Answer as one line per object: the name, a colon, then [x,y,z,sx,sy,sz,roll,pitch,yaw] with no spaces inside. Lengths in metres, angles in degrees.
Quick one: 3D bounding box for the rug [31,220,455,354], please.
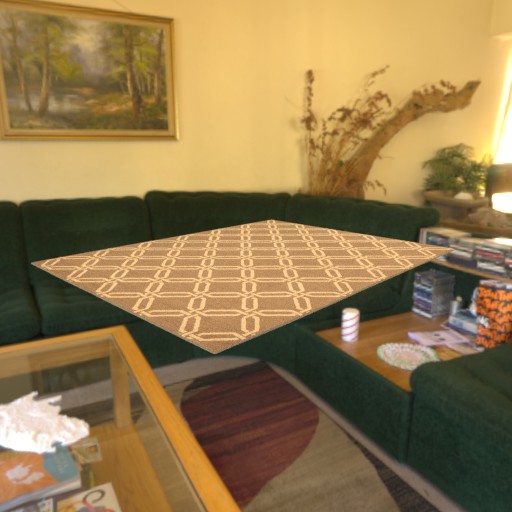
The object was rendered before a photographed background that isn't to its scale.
rug: [0.000,0.000,3.831,2.288,0.018,2.895,14,20,43]
